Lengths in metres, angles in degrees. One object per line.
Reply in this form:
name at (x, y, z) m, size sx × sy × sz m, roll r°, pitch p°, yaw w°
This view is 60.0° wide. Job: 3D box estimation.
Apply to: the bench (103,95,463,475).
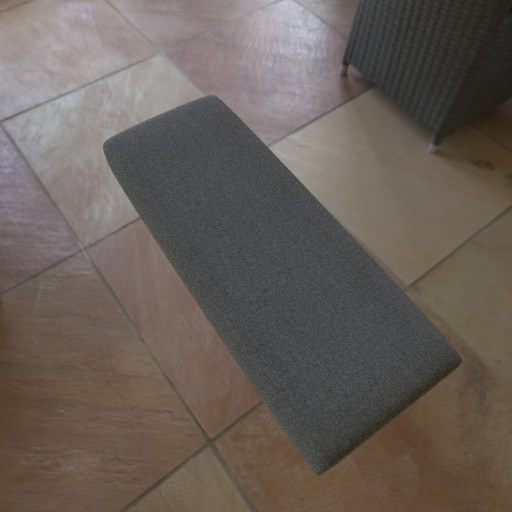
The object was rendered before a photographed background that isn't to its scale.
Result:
bench at (0.000, 0.000, 1.842) m, size 0.631 × 0.384 × 1.598 m, roll -30°, pitch 63°, yaw -17°
